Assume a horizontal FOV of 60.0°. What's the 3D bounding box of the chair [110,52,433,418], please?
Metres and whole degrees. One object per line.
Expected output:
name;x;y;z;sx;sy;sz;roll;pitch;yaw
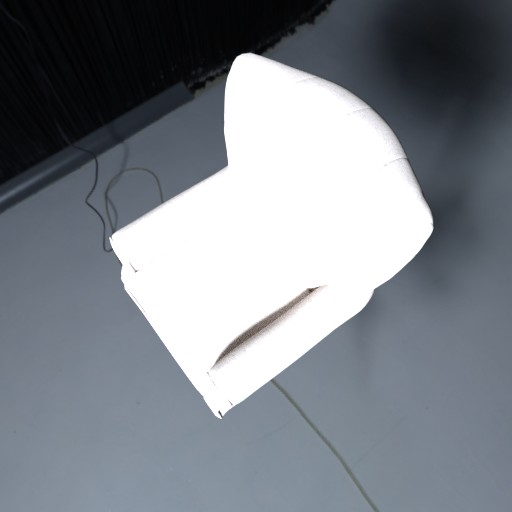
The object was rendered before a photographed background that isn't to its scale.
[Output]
chair;0.000;0.000;1.863;1.025;1.209;0.942;-35;69;-15
